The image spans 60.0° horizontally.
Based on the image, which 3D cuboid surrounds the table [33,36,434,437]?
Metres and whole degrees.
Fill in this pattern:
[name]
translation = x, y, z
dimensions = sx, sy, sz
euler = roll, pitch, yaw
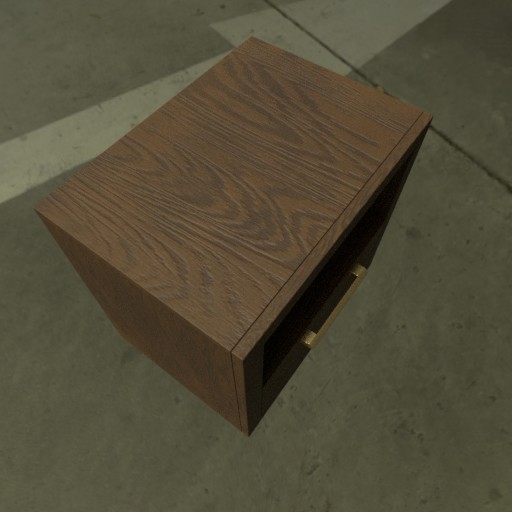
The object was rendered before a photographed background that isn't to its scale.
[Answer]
[table]
translation = 0.000, 0.000, 0.977
dimensions = 0.439, 0.585, 0.560
euler = 32, 63, 18
